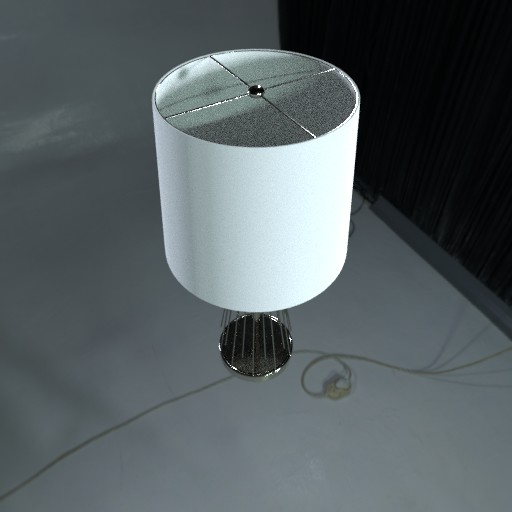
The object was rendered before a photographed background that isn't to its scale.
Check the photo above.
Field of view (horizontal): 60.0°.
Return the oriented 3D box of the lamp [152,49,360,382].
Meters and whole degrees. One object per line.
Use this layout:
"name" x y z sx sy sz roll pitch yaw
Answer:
"lamp" 0.000 0.000 0.778 0.303 0.618 0.303 0 47 0
